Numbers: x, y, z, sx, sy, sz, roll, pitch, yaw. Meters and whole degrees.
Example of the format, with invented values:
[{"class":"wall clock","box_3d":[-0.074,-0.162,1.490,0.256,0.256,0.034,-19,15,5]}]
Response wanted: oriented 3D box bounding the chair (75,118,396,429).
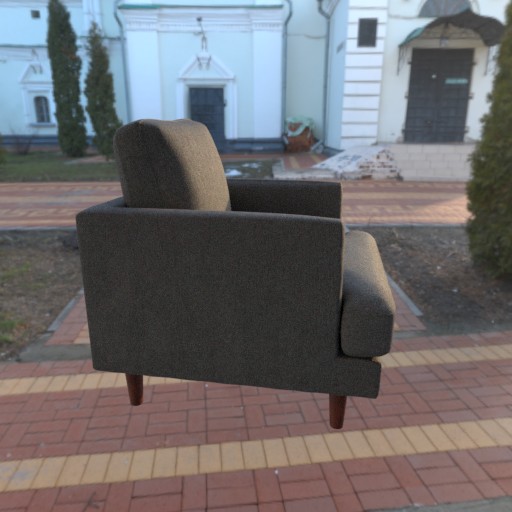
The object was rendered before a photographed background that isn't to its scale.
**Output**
[{"class":"chair","box_3d":[0.000,0.000,1.611,0.899,0.957,0.858,3,17,10]}]
